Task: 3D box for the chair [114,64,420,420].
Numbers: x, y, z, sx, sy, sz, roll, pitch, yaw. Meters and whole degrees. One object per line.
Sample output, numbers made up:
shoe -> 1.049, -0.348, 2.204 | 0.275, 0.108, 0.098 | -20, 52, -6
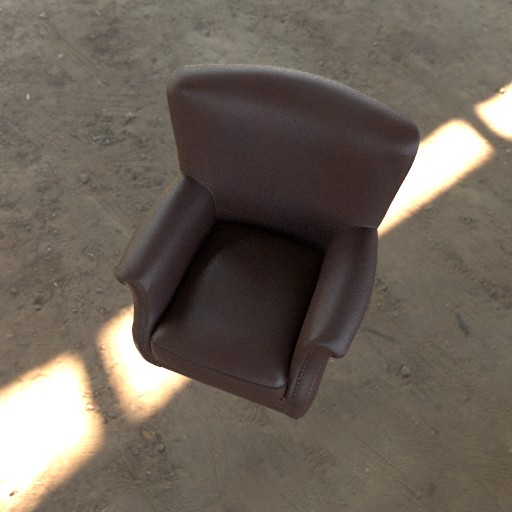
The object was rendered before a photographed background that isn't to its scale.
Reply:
chair -> 0.000, 0.000, 1.340 | 0.700, 0.800, 0.746 | 18, 61, 10
